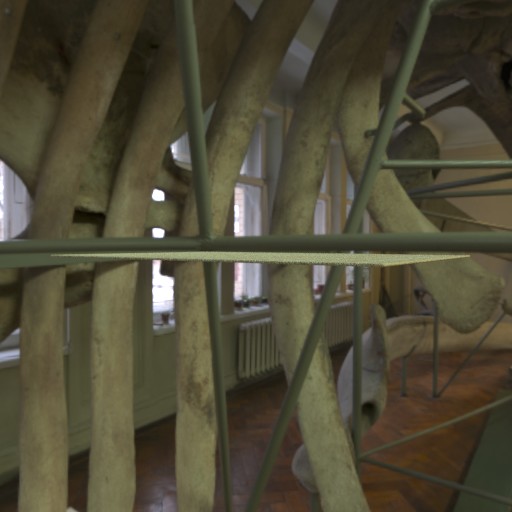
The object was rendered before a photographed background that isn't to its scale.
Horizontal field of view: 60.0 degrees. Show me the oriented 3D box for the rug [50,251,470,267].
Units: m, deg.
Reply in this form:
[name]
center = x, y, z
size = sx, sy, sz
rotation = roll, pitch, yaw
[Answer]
[rug]
center = 0.000, 0.000, 2.321
size = 1.824, 0.010, 1.240
rotation = 1, 2, 36
